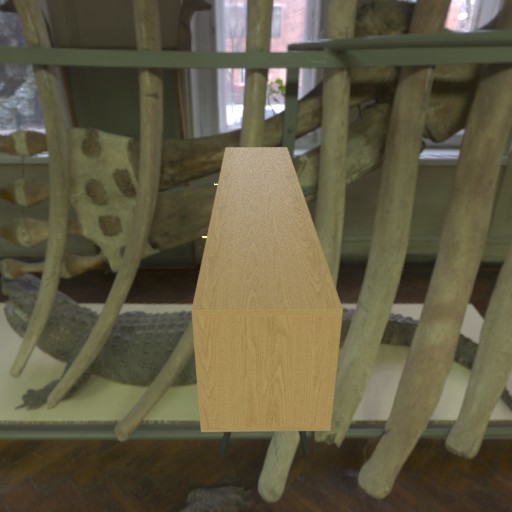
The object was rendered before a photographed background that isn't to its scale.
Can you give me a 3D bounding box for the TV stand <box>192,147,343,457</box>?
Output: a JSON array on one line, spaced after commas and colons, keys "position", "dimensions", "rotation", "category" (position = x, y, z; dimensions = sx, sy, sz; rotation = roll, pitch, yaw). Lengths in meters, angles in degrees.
[{"position": [0.000, 0.000, 1.999], "dimensions": [0.400, 0.580, 1.760], "rotation": [0, 26, -1], "category": "TV stand"}]
